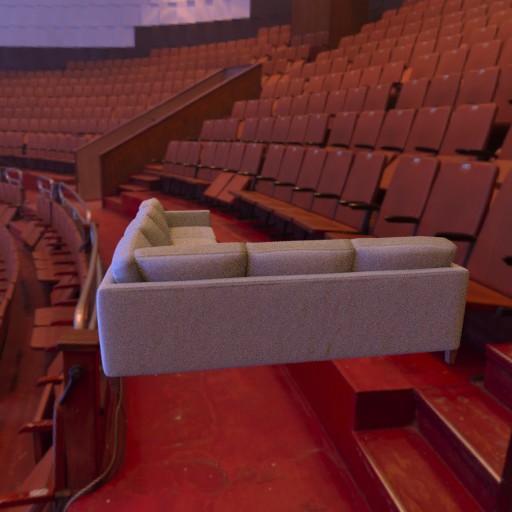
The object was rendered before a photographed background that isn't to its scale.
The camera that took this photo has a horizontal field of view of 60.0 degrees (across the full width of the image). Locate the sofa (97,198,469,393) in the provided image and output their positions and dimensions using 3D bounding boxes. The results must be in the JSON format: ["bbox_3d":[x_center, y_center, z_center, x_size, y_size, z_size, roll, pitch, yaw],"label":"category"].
[{"bbox_3d":[0.000,0.000,4.547,2.592,0.947,3.301,-2,15,-9],"label":"sofa"}]
